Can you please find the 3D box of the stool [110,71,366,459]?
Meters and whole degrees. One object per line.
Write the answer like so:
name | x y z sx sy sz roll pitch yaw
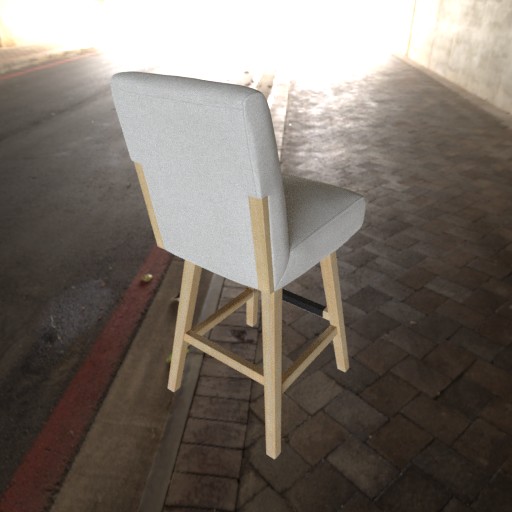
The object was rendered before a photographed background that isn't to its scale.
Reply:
stool | 0.000 0.000 1.271 0.446 1.015 0.543 21 36 32
